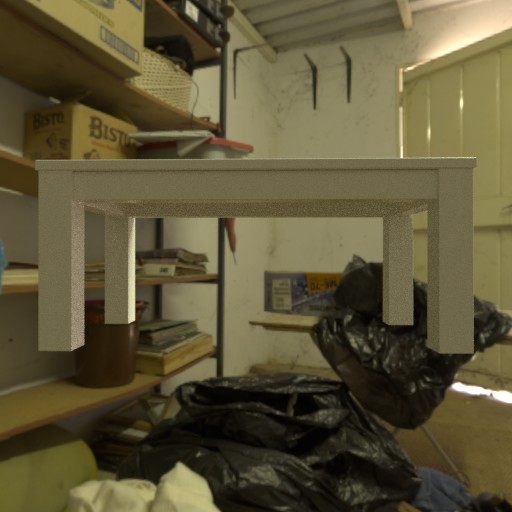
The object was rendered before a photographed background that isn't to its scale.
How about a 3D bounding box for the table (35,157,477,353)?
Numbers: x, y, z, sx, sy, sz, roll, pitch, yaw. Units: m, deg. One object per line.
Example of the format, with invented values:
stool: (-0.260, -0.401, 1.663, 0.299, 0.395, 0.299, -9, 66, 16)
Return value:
table: (0.000, 0.000, 2.253, 1.800, 0.790, 0.900, 0, 0, 2)
